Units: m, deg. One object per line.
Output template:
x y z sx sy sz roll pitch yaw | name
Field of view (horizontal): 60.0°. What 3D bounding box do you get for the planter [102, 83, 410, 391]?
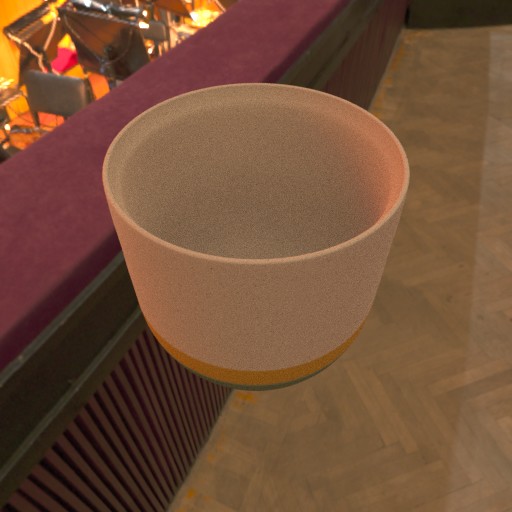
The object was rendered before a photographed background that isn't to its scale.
0.000 0.000 0.491 0.268 0.270 0.268 0 47 0 | planter
